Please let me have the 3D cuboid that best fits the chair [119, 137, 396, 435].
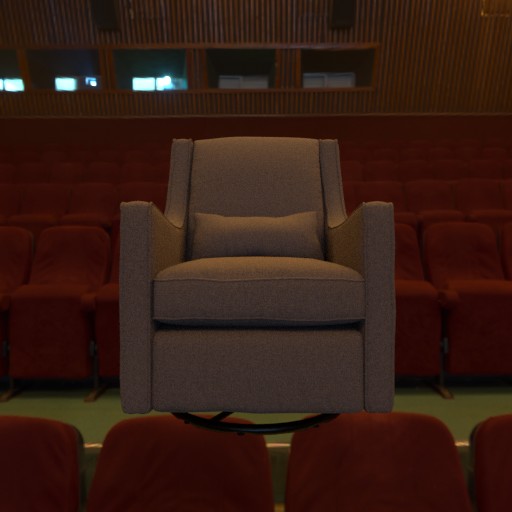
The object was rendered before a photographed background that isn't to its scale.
[{"bbox_3d":[0.000,0.000,1.565,0.732,0.993,0.879,0,1,-1],"label":"chair"}]
